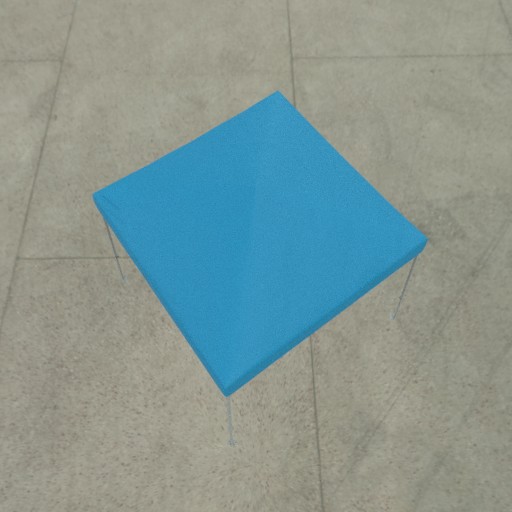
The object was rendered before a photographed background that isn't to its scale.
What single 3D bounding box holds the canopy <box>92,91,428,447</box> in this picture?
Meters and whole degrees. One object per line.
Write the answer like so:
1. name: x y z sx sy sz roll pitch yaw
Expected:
1. canopy: 0.000 0.000 5.138 2.849 2.850 2.850 -34 69 -14
